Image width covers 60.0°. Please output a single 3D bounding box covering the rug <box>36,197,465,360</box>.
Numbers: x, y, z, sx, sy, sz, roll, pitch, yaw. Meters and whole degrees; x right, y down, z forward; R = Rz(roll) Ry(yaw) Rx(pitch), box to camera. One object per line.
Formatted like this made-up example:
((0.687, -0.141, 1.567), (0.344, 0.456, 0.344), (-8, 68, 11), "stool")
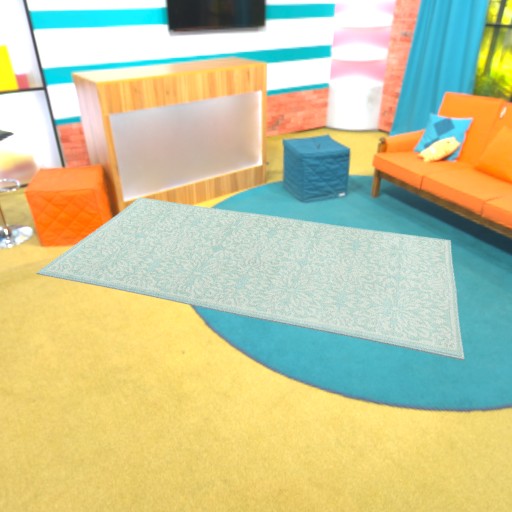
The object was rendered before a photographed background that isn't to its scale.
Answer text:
((0.000, 0.000, 1.443), (1.219, 0.007, 0.604), (9, 32, 15), "rug")
